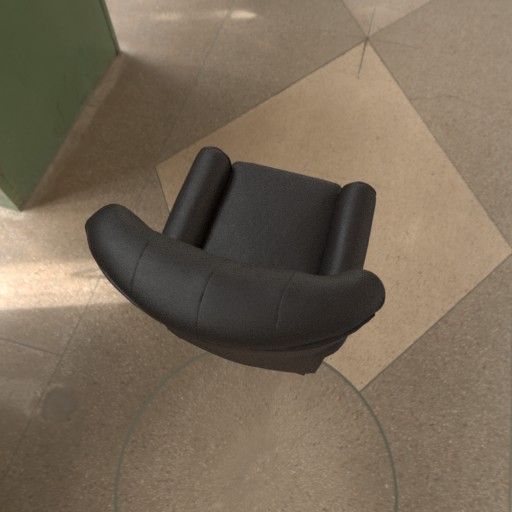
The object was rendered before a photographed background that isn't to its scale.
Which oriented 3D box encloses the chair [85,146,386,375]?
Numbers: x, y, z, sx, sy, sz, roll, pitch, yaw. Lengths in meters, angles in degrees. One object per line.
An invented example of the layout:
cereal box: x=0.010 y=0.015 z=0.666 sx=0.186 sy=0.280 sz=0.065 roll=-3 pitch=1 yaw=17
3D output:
chair: x=0.000 y=0.000 z=1.906 sx=0.948 sy=1.158 sz=1.058 roll=15 pitch=64 yaw=7
